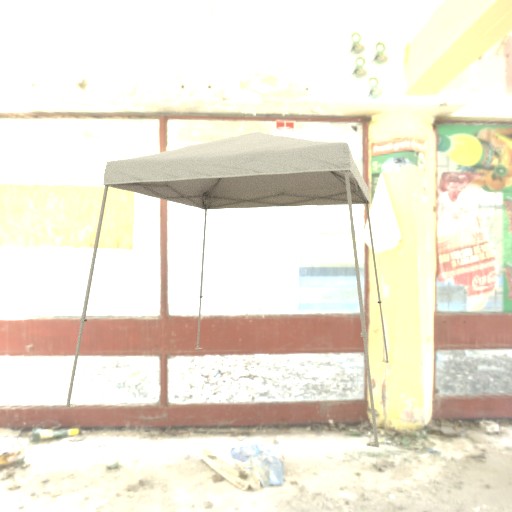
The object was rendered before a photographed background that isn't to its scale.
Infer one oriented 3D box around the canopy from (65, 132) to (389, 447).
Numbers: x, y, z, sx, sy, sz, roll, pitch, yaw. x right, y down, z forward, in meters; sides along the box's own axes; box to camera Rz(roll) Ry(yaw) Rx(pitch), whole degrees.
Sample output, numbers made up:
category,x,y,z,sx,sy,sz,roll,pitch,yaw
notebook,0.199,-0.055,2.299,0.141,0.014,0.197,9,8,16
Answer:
category,x,y,z,sx,sy,sz,roll,pitch,yaw
canopy,0.000,0.000,6.429,3.599,3.600,3.600,0,0,18
